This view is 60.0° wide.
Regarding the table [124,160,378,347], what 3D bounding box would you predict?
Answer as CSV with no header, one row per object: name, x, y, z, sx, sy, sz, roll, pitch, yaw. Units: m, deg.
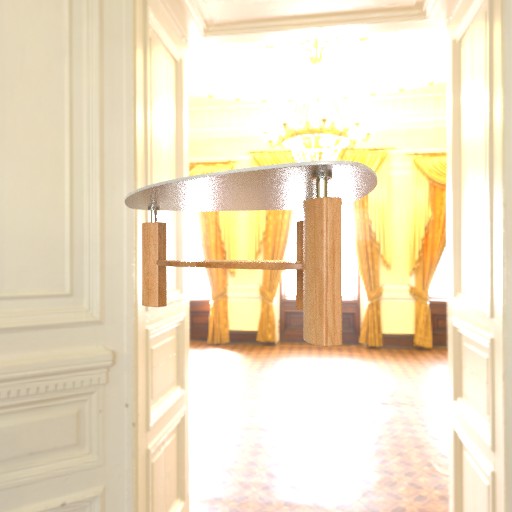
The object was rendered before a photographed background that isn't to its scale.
table,0.000,0.000,1.635,0.850,0.440,1.250,0,0,-37
